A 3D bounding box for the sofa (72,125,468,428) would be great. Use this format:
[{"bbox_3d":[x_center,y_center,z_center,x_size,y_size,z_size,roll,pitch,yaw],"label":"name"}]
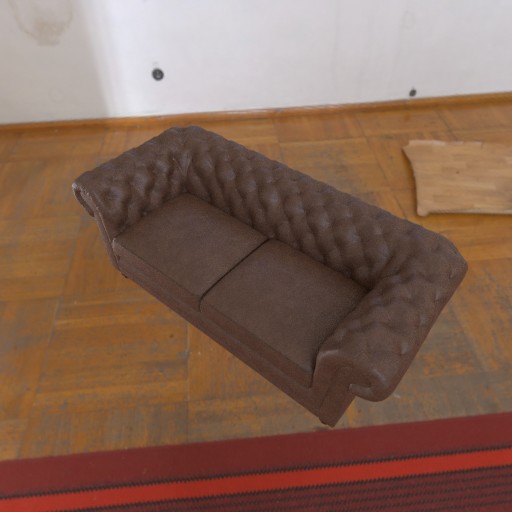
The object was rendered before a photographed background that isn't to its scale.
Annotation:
[{"bbox_3d":[0.000,0.000,2.562,2.048,0.784,0.955,30,53,26],"label":"sofa"}]
